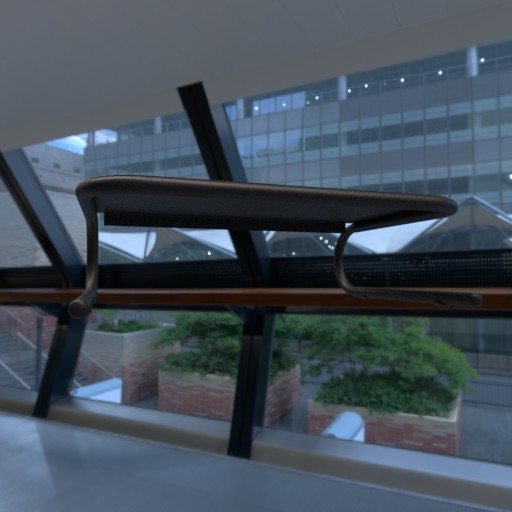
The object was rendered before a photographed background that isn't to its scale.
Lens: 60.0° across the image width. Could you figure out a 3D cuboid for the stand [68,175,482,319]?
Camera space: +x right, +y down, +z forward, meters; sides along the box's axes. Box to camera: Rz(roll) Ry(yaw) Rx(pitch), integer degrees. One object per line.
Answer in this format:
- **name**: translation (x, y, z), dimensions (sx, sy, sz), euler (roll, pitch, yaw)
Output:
- **stand**: translation (0.000, 0.000, 0.501), dimensions (0.370, 0.108, 0.280), euler (1, -3, -18)
